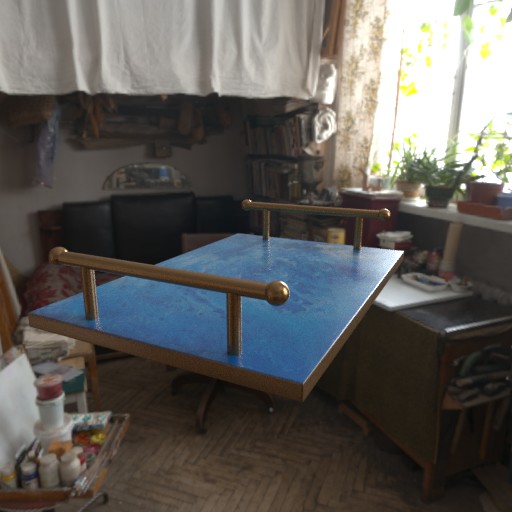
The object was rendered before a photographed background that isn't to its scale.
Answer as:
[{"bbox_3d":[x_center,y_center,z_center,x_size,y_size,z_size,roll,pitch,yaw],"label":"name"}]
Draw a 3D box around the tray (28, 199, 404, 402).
[{"bbox_3d":[0.000,0.000,0.574,0.304,0.084,0.444,7,17,26],"label":"tray"}]
